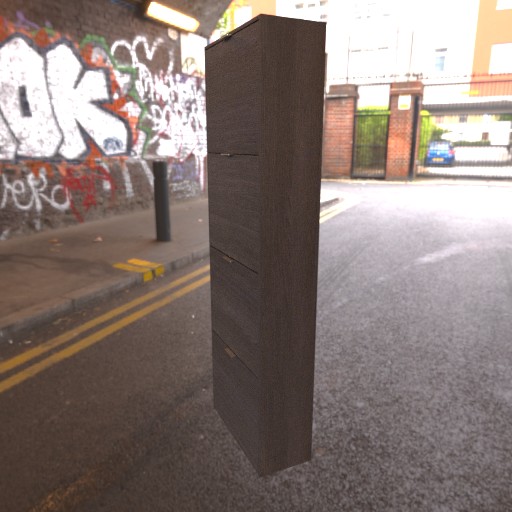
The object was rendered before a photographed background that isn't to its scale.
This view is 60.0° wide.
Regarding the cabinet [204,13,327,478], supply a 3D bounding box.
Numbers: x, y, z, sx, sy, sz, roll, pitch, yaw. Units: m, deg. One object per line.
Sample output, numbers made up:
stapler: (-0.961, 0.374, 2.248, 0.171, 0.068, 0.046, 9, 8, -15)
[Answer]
cabinet: (0.000, 0.000, 1.789, 0.255, 1.630, 0.520, -7, 15, -24)
